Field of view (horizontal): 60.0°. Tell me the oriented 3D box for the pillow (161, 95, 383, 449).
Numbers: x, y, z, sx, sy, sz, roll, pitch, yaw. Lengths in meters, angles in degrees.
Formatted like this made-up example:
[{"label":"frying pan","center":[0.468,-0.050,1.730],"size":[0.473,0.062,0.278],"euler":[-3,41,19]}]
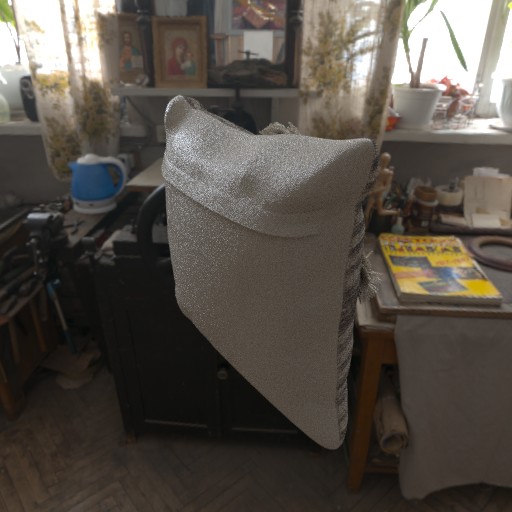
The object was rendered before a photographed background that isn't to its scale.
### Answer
[{"label":"pillow","center":[0.000,0.000,0.771],"size":[0.234,0.490,0.484],"euler":[-18,32,-31]}]
